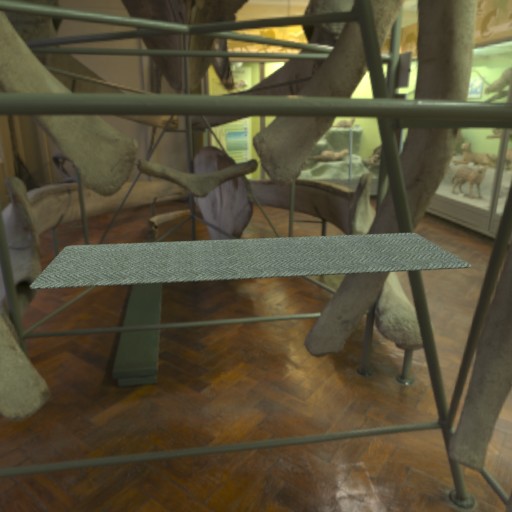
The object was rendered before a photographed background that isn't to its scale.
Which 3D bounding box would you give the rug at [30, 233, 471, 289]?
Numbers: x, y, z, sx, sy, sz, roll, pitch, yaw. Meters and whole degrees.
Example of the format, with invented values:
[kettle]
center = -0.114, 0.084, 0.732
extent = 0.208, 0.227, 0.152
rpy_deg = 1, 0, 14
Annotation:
[rug]
center = 0.000, 0.000, 2.576
extent = 2.286, 0.008, 0.686
rpy_deg = -2, 19, -7
